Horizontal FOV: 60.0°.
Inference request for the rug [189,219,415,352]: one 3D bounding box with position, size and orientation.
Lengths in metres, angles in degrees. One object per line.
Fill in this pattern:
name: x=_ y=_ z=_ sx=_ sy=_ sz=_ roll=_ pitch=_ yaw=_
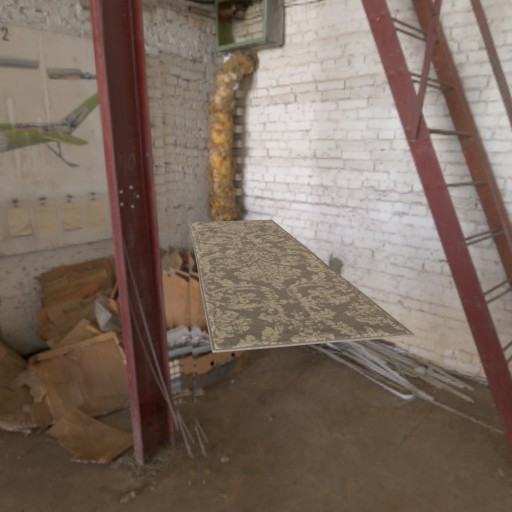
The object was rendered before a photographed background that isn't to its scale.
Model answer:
rug: x=0.000 y=0.000 z=2.435 sx=0.662 sy=0.011 sz=2.196 roll=-3 pitch=15 yaw=-10
